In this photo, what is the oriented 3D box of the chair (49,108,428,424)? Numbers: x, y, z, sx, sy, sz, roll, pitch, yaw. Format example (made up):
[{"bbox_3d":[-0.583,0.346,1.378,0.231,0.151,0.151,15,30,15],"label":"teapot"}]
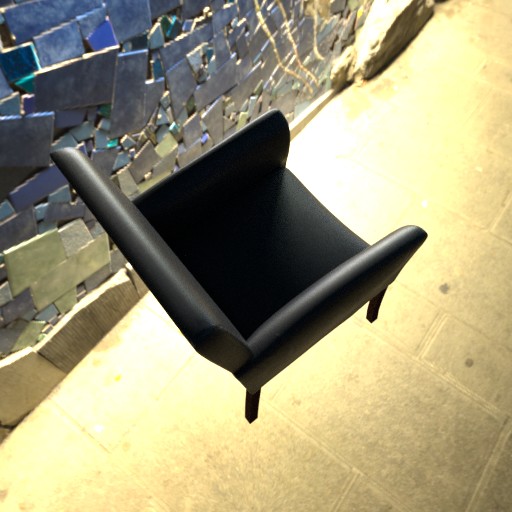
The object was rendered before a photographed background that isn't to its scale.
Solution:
[{"bbox_3d":[0.000,0.000,1.444,0.772,0.951,0.683,-34,64,-19],"label":"chair"}]
